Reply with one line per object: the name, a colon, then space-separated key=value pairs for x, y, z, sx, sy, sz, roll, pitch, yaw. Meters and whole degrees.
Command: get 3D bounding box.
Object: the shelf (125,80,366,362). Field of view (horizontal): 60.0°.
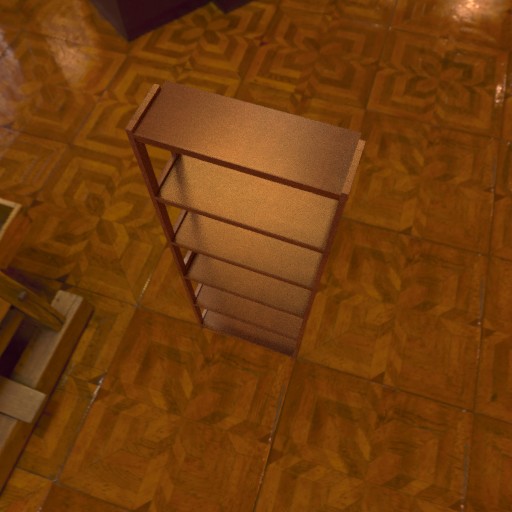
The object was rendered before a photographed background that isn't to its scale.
shelf: x=0.000 y=0.000 z=2.136 sx=0.660 sy=1.892 sz=0.382 roll=18 pitch=65 yaw=9
